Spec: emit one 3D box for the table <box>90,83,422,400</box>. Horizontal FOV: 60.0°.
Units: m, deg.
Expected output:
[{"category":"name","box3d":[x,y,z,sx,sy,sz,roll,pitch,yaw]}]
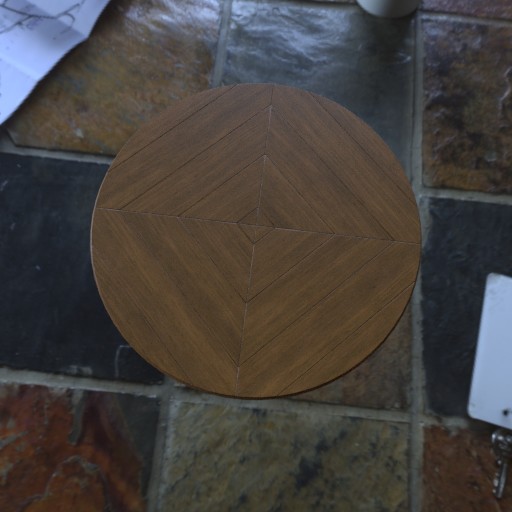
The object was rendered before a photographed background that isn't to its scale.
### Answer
[{"category":"table","box3d":[0.000,0.000,1.768,1.055,0.757,1.055,0,75,0]}]
